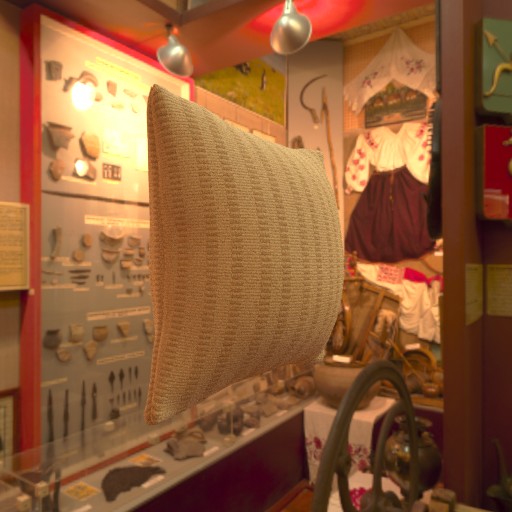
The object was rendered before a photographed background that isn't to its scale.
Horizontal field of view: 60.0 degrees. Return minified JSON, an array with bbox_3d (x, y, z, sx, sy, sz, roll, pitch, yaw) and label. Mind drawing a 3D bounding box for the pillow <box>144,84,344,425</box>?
[{"bbox_3d":[0.000,0.000,0.711,0.247,0.419,0.438,0,-1,36],"label":"pillow"}]
